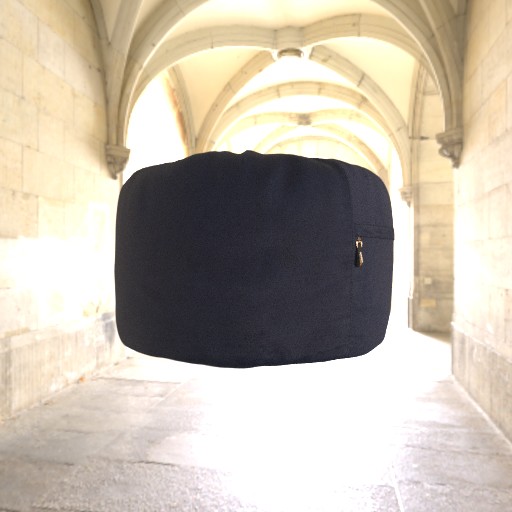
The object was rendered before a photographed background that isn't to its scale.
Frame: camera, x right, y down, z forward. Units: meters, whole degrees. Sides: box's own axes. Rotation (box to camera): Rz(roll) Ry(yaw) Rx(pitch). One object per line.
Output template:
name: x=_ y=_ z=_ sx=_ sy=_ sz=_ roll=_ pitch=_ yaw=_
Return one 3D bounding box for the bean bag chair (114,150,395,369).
bean bag chair: x=0.000 y=0.000 z=2.004 sx=1.219 sy=0.762 sz=1.219 roll=0 pitch=0 yaw=0
